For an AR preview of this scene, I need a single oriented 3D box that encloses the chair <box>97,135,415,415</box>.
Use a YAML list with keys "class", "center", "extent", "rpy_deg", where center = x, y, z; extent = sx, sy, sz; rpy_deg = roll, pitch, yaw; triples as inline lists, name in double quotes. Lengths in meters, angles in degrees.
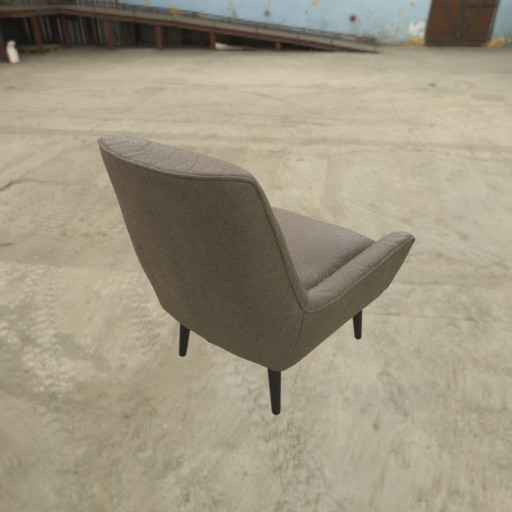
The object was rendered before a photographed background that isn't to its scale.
- class: "chair"
  center: [0.000, 0.000, 1.480]
  extent: [0.787, 0.888, 0.824]
  rpy_deg: [22, 37, 32]
